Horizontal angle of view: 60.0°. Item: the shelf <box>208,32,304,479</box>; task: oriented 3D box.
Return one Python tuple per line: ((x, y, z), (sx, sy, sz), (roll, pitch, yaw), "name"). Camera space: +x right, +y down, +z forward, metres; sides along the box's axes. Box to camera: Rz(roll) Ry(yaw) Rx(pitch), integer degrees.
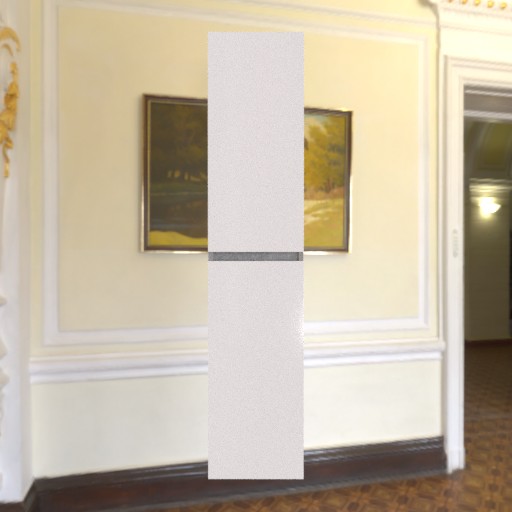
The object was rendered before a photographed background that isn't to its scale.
((0.000, 0.000, 1.522), (0.300, 1.400, 0.270), (0, 1, 0), "shelf")
